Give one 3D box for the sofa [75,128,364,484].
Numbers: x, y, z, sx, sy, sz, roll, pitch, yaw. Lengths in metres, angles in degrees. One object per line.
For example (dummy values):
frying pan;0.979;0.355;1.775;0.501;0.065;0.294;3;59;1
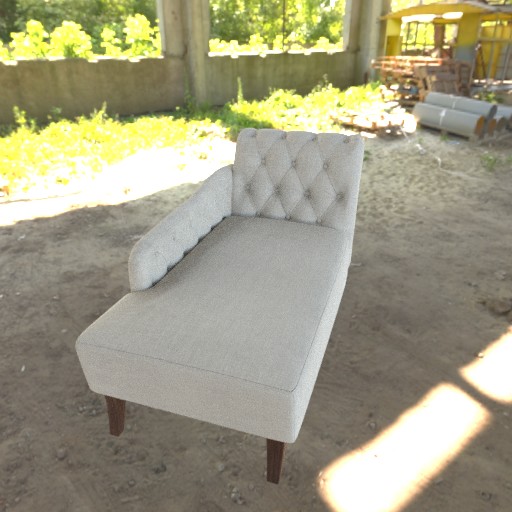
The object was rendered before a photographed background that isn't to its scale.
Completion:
sofa;0.000;0.000;1.769;0.675;0.787;1.379;8;27;17
